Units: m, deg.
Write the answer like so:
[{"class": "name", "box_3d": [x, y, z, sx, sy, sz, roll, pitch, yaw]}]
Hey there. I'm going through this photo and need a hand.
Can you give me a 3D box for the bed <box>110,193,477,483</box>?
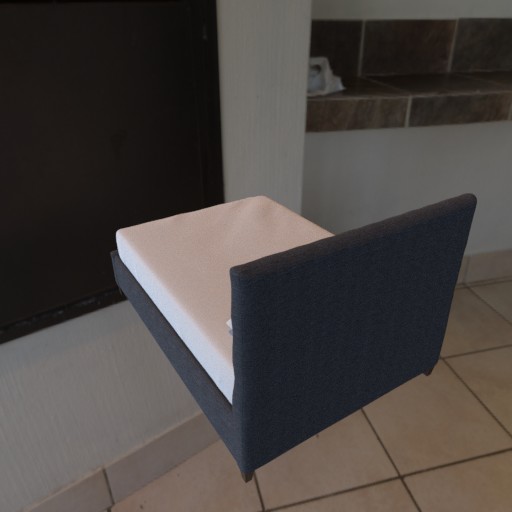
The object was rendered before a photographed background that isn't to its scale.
[{"class": "bed", "box_3d": [0.000, 0.000, 3.459, 1.698, 1.427, 2.387, -17, 34, -28]}]
